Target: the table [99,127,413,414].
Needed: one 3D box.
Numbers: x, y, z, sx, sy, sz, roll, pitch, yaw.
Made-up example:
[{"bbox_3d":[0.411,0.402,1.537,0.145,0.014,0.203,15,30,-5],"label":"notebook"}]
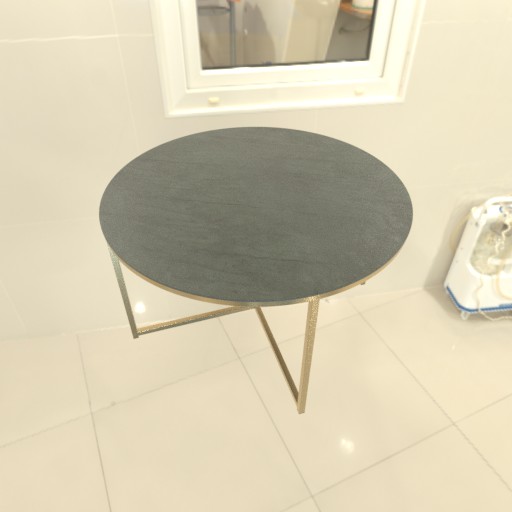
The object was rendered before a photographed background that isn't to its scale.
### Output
[{"bbox_3d":[0.000,0.000,1.315,0.800,0.450,0.800,0,40,0],"label":"table"}]
